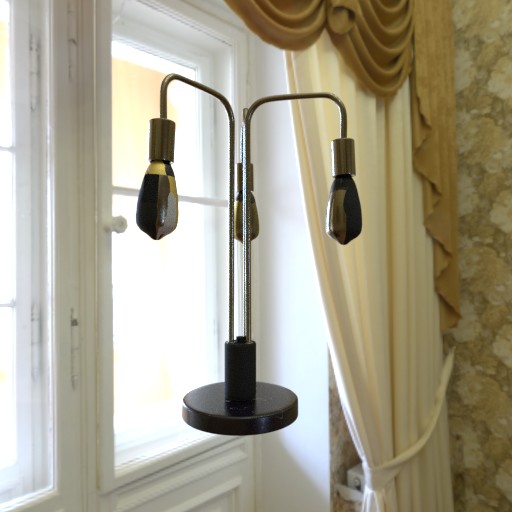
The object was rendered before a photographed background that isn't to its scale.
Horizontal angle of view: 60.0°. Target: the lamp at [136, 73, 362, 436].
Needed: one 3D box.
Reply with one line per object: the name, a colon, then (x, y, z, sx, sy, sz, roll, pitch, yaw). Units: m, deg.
lamp: (0.000, 0.000, 0.809, 0.355, 0.560, 0.368, 0, 0, -1)
